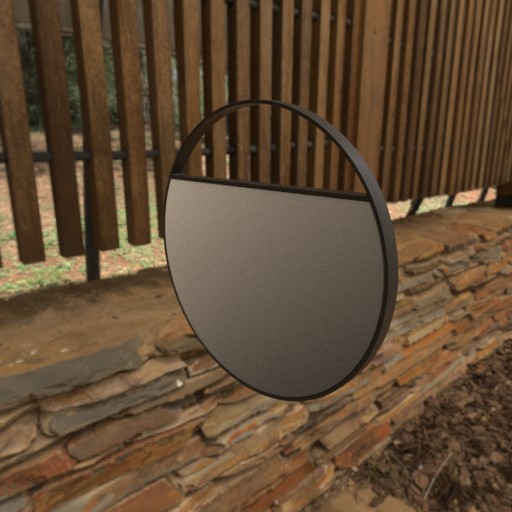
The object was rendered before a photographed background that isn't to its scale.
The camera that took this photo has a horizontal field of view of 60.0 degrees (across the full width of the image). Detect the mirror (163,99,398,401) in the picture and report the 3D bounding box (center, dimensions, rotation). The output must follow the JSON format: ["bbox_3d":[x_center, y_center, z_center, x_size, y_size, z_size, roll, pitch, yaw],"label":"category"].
[{"bbox_3d":[0.000,0.000,0.849,0.565,0.565,0.032,14,21,42],"label":"mirror"}]
